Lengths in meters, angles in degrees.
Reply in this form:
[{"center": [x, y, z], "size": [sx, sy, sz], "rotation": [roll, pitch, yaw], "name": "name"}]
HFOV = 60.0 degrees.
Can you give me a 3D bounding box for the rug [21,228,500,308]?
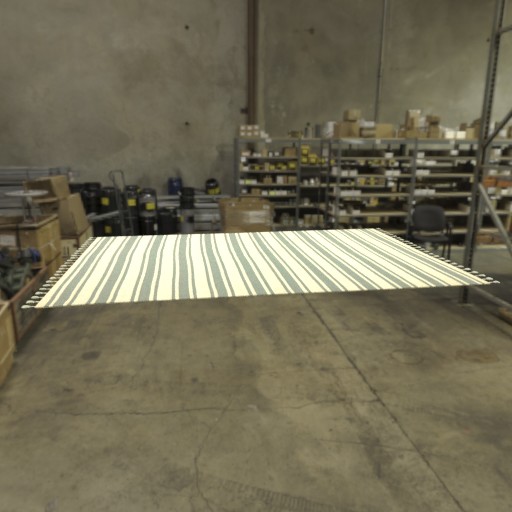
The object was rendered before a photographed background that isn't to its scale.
[{"center": [0.000, 0.000, 2.919], "size": [2.410, 0.011, 1.539], "rotation": [-2, 15, -9], "name": "rug"}]
